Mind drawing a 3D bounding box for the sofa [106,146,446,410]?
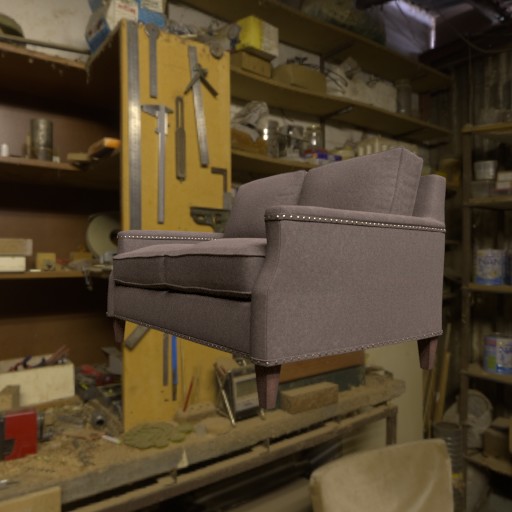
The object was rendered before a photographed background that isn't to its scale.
[{"bbox_3d":[0.000,0.000,2.312,1.084,1.003,1.597,0,-1,-36],"label":"sofa"}]
